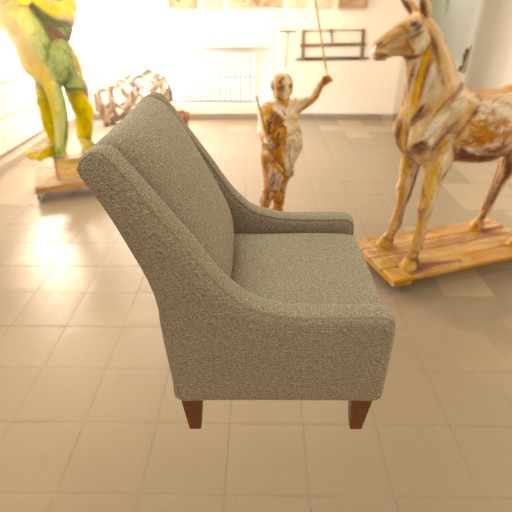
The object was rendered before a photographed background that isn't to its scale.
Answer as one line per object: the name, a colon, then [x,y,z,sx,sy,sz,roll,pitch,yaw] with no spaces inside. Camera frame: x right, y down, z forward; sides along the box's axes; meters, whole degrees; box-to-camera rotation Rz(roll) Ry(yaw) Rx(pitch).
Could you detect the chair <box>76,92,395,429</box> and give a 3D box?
chair: [0.000,0.000,1.616,0.870,1.016,0.774,0,31,0]
